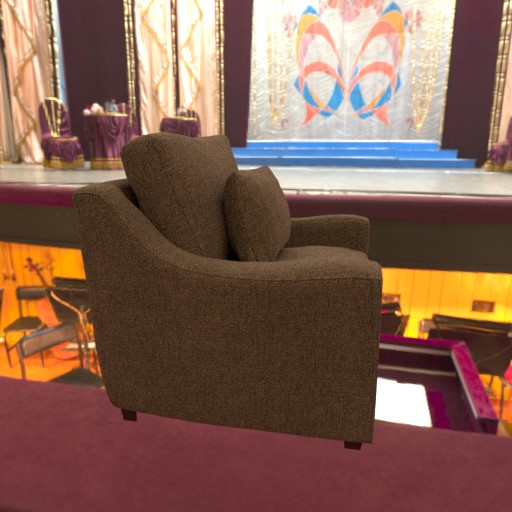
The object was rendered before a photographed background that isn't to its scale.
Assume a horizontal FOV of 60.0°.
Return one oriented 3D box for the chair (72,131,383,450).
[{"bbox_3d":[0.000,0.000,1.926,1.009,1.037,1.138,3,14,11],"label":"chair"}]
